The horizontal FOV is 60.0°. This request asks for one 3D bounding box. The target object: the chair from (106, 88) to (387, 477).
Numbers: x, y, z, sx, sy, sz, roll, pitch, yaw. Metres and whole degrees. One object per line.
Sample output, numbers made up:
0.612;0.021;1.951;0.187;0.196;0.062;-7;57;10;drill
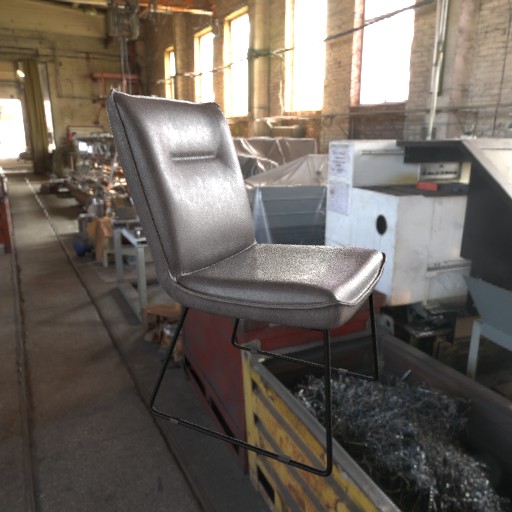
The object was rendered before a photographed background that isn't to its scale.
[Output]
0.000;0.000;1.330;0.688;0.932;0.515;8;17;27;chair
